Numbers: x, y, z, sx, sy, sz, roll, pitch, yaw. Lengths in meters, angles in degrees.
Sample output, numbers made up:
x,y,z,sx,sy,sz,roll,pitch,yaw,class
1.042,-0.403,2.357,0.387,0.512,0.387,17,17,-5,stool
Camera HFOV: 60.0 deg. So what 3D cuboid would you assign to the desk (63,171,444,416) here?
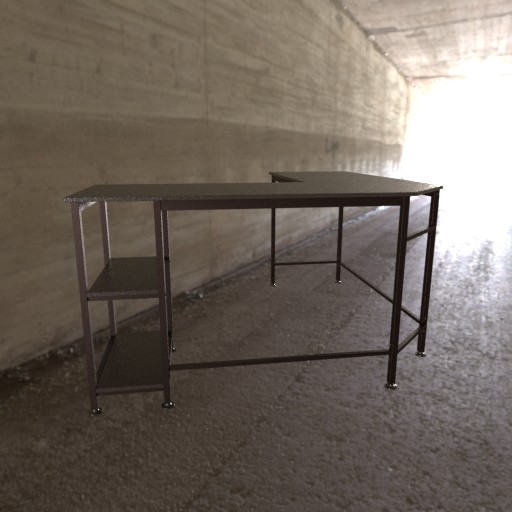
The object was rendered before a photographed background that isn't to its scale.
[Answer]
x,y,z,sx,sy,sz,roll,pitch,yaw,class
0.000,0.000,2.173,1.379,0.739,1.379,-2,14,-9,desk
